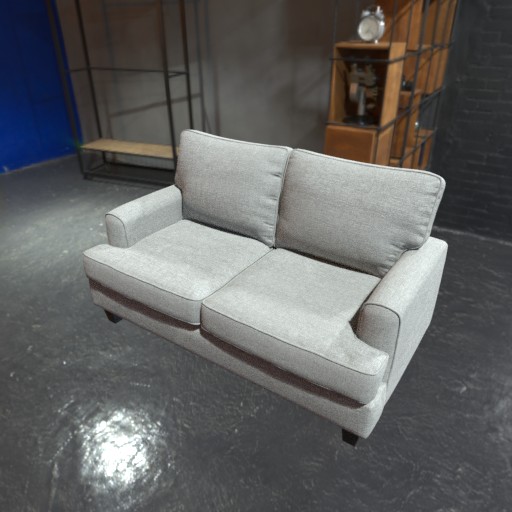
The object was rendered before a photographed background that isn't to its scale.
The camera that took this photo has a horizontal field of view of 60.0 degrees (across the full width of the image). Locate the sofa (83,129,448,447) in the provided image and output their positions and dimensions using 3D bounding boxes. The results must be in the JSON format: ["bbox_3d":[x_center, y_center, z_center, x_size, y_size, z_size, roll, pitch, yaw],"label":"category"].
[{"bbox_3d":[0.000,0.000,2.253,1.651,0.965,0.965,18,34,29],"label":"sofa"}]
